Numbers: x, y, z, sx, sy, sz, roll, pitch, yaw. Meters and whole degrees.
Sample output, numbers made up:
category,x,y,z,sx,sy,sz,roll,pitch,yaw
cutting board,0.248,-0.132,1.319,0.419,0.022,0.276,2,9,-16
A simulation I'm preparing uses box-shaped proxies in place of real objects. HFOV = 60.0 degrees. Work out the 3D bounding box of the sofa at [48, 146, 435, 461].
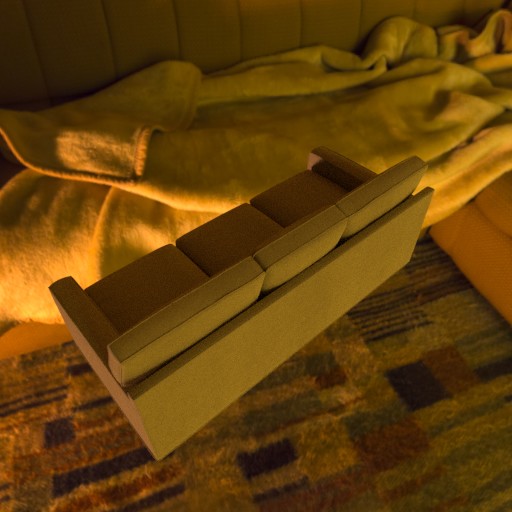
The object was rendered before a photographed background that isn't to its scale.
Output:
category,x,y,z,sx,sy,sz,roll,pitch,yaw
sofa,0.000,0.000,2.618,2.093,0.862,0.936,-32,53,-28
